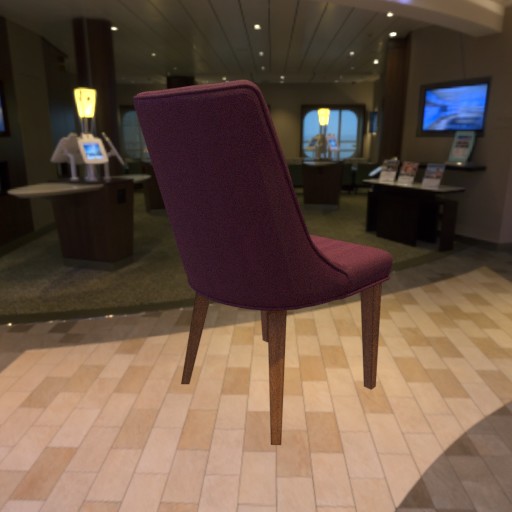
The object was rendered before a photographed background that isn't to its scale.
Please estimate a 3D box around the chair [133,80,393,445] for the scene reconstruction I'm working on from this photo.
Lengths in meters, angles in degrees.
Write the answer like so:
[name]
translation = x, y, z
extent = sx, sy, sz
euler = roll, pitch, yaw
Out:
[chair]
translation = 0.000, 0.000, 1.314
extent = 0.638, 0.916, 0.548
euler = -14, 21, -42
